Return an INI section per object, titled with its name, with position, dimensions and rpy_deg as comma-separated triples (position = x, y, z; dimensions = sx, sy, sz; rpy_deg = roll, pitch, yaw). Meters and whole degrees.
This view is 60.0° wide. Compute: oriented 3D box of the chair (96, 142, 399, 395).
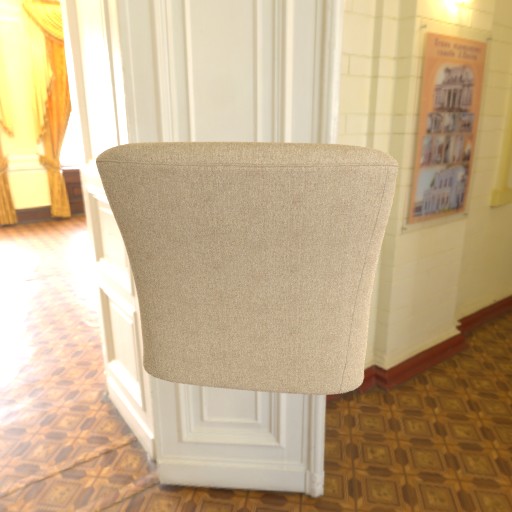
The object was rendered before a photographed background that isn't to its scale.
[chair]
position = 0.000, 0.000, 1.642
dimensions = 0.864, 0.856, 0.923
rpy_deg = 2, 17, 8
